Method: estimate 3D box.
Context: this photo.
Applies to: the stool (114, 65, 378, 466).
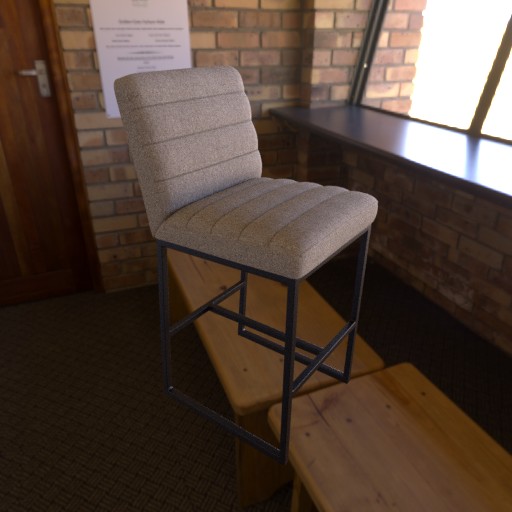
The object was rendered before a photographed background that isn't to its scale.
[{"bbox_3d":[0.000,0.000,1.346,0.571,1.034,0.459,18,32,32],"label":"stool"}]
